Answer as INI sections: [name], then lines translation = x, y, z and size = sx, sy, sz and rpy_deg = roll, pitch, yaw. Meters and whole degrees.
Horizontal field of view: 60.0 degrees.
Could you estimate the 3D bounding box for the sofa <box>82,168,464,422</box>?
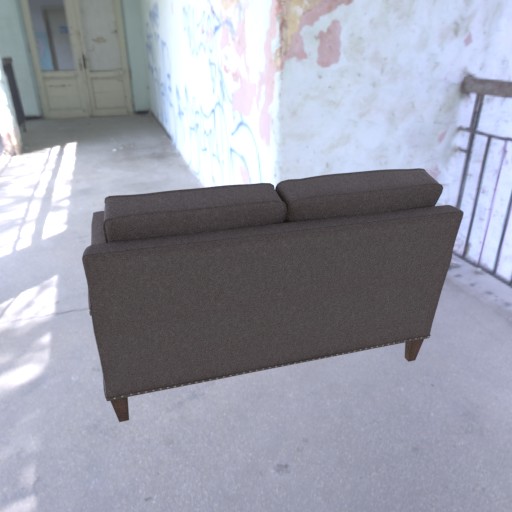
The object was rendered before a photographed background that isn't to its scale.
[sofa]
translation = 0.000, 0.000, 2.258
size = 1.597, 1.003, 1.084
rpy_deg = -7, 27, -14
